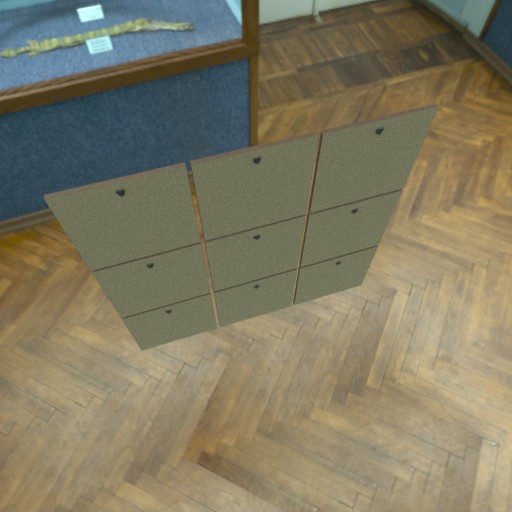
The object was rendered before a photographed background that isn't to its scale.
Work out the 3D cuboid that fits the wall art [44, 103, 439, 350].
[{"bbox_3d":[0.000,0.000,1.360,0.906,0.904,0.018,-15,60,-9],"label":"wall art"}]
